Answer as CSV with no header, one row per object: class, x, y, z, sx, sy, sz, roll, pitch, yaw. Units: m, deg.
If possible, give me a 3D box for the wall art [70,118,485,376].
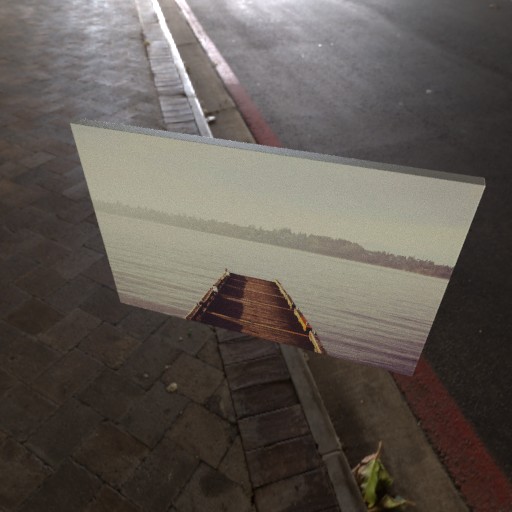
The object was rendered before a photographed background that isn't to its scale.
wall art,0.000,0.000,0.770,0.615,0.410,0.021,12,42,14
